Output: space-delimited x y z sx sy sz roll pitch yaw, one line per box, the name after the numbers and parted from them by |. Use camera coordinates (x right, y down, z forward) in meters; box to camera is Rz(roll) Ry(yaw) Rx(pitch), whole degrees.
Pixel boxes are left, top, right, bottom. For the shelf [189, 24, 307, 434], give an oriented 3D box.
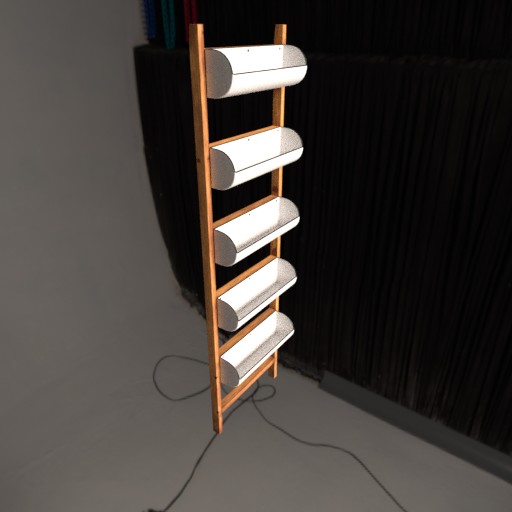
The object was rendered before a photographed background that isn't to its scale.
0.000 0.000 1.727 0.141 1.600 0.454 18 33 31 | shelf
